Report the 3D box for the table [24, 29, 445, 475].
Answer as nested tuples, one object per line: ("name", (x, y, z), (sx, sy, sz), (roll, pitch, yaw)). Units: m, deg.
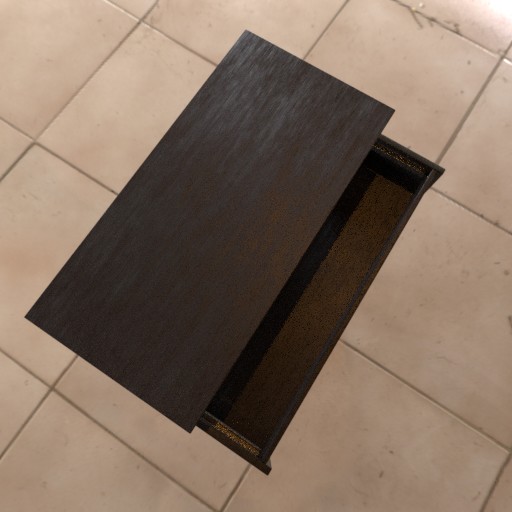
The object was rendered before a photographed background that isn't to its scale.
("table", (0.000, 0.000, 1.419), (0.712, 0.570, 1.000), (32, 78, 8))
